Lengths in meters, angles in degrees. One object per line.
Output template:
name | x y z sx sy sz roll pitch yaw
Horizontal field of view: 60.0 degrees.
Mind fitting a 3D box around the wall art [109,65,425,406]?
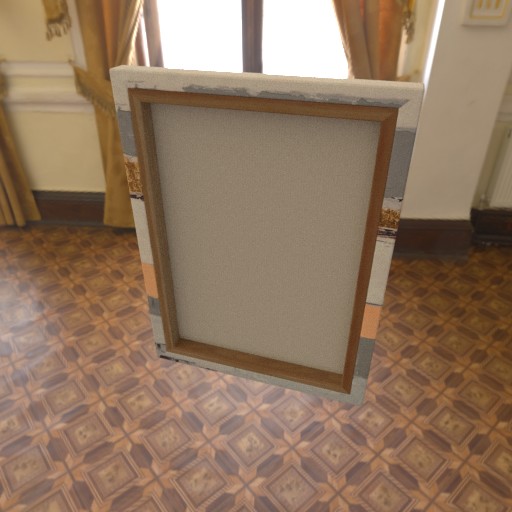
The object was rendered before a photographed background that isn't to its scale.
wall art | 0.000 0.000 0.793 0.456 0.609 0.038 10 34 14
